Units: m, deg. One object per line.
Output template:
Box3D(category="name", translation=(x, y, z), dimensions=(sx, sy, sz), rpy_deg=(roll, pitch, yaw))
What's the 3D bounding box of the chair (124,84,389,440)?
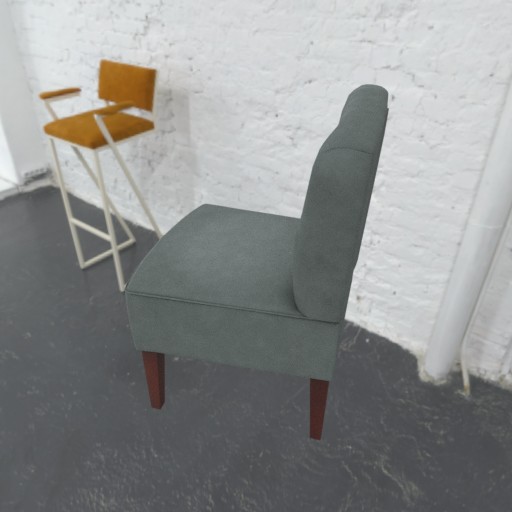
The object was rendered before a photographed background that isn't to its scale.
Box3D(category="chair", translation=(0.000, 0.000, 1.161), dimensions=(0.554, 0.806, 0.521), rpy_deg=(9, 33, 14))
